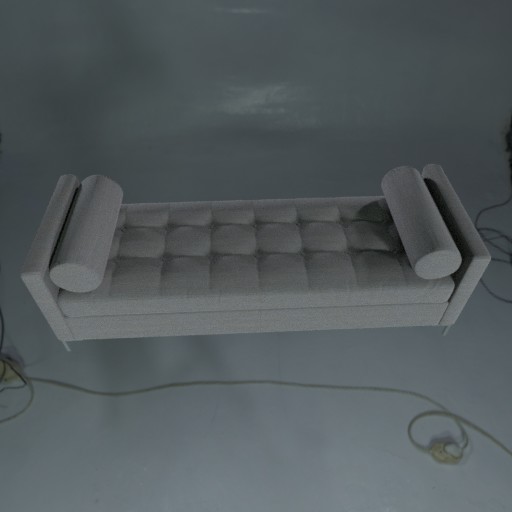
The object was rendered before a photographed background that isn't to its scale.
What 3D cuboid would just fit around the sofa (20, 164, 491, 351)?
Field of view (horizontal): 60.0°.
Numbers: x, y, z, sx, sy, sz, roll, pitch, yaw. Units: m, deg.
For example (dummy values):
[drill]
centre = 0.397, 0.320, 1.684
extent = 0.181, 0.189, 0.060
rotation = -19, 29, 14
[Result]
[sofa]
centre = 0.000, 0.000, 2.294
extent = 1.981, 0.635, 0.686
rotation = -2, 47, -2
